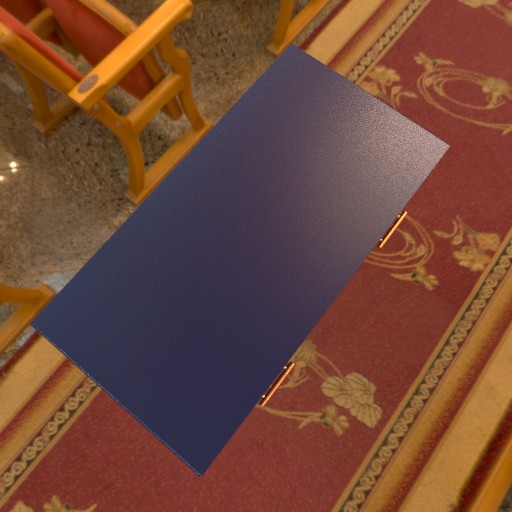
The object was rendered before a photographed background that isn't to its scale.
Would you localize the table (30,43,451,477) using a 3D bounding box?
[{"bbox_3d":[0.000,0.000,1.369,0.572,0.457,1.067,37,77,10],"label":"table"}]
